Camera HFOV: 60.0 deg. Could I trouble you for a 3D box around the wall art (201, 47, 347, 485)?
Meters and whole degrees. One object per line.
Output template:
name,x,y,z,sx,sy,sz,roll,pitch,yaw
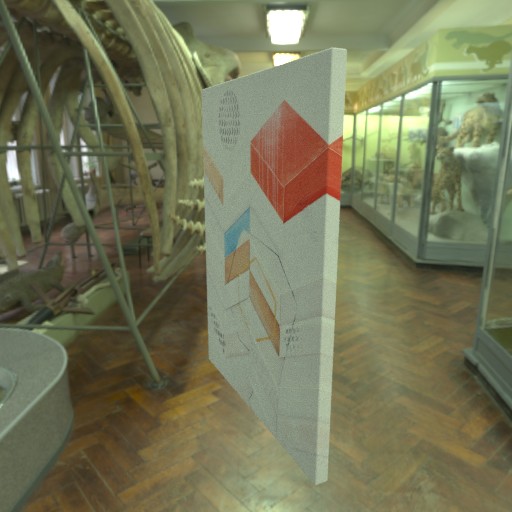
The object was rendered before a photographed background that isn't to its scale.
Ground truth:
wall art,0.000,0.000,1.327,0.045,1.014,0.759,-7,16,-26
